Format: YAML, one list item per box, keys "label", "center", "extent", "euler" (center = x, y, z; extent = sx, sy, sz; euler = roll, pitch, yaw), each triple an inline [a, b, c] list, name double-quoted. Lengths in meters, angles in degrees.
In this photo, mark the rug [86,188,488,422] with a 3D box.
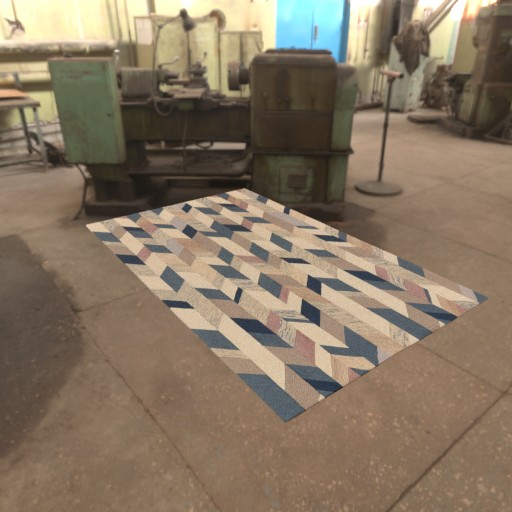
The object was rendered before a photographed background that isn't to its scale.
- label: "rug"
  center: [0.000, 0.000, 2.974]
  extent: [1.513, 0.008, 2.423]
  euler: [-18, 32, -32]
